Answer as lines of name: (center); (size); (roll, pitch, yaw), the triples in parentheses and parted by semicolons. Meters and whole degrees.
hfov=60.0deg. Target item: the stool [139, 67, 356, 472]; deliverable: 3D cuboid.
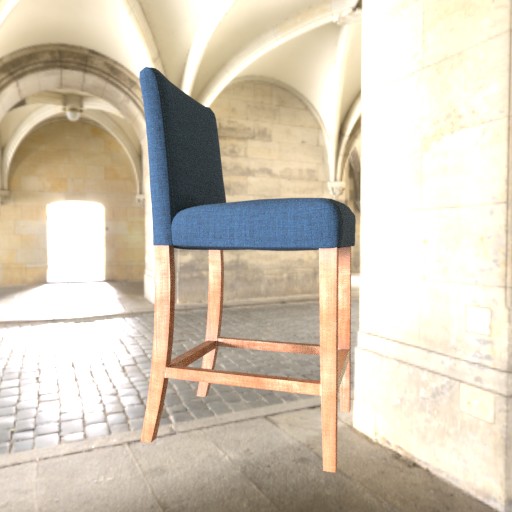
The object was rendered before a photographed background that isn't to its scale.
stool: (0.000, 0.000, 1.346); (0.567, 1.039, 0.454); (1, 2, 17)
